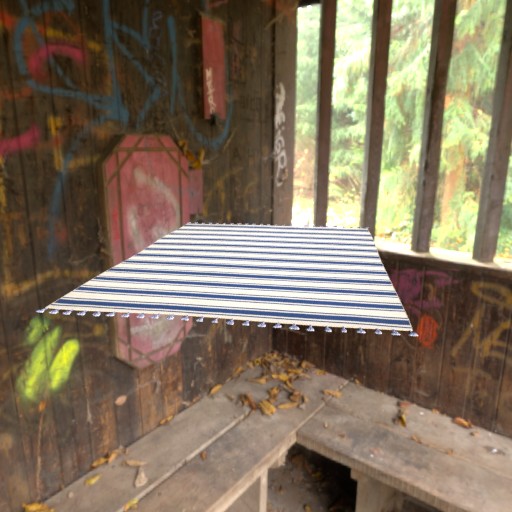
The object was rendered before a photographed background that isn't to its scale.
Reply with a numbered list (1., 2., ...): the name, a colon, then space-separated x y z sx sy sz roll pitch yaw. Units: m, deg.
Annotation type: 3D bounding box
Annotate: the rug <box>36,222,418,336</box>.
1. rug: 0.000 0.000 4.412 2.471 0.016 3.416 2 15 9
